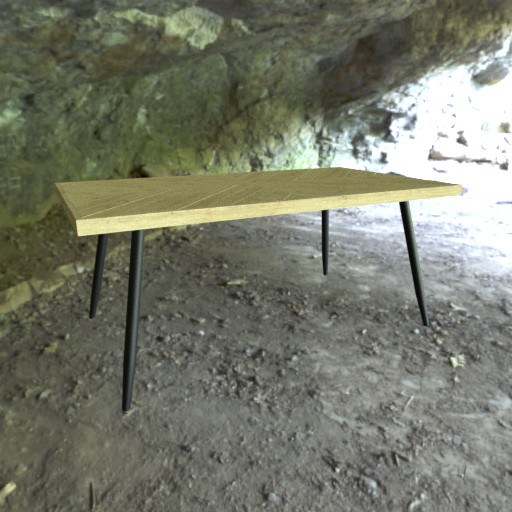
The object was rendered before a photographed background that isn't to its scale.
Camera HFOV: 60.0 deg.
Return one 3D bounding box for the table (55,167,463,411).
[{"bbox_3d":[0.000,0.000,2.347,1.803,0.762,0.991,-9,19,-26],"label":"table"}]
